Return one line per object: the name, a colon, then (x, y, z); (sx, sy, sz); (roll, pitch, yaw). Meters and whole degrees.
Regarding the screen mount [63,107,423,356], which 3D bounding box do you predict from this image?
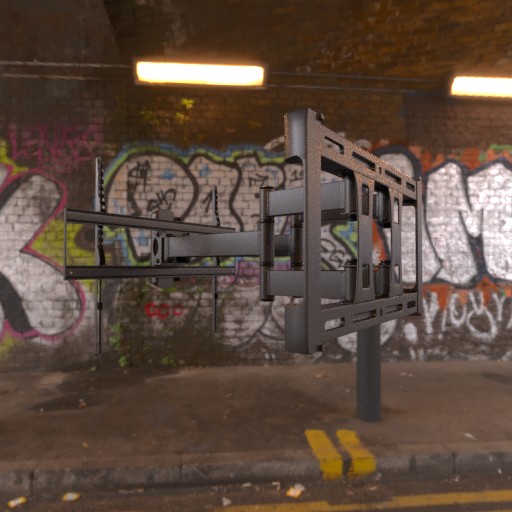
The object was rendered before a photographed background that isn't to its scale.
screen mount: (0.000, 0.000, 1.096); (0.644, 0.491, 0.661); (-1, -2, 34)
